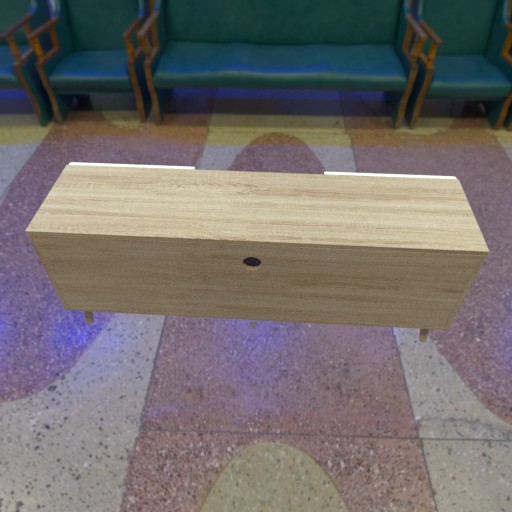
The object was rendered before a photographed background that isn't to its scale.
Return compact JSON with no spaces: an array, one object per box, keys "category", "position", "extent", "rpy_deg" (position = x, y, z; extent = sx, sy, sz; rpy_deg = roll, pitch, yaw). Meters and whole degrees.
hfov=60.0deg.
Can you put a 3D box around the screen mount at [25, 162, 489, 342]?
[{"category":"screen mount","position":[0.000,0.000,1.778],"extent":[1.500,0.570,0.420],"rpy_deg":[3,46,3]}]
